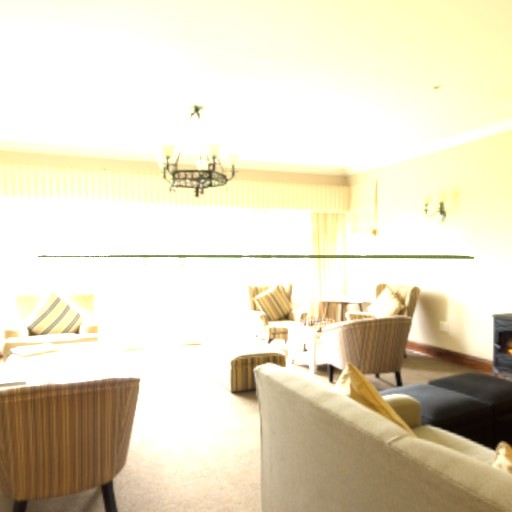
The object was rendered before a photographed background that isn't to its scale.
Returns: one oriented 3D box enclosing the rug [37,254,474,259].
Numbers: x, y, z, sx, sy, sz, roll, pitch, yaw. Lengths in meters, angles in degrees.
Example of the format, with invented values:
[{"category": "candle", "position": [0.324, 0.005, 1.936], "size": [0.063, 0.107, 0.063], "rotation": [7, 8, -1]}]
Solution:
[{"category": "rug", "position": [0.000, 0.000, 1.456], "size": [1.219, 0.007, 0.604], "rotation": [0, 0, 19]}]
